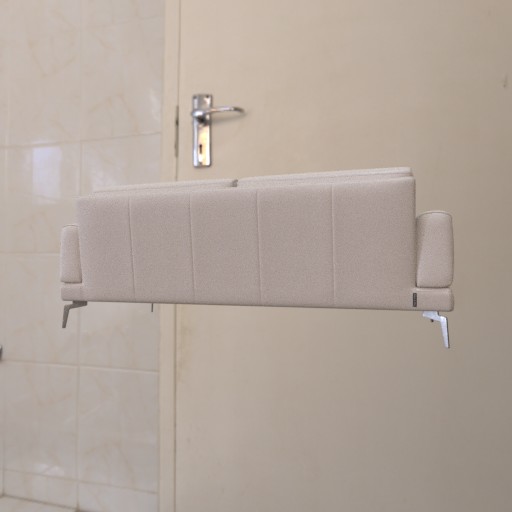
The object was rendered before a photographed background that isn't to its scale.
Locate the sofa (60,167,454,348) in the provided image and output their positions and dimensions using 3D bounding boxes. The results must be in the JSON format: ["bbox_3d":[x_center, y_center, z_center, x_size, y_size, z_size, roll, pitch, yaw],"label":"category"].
[{"bbox_3d":[0.000,0.000,2.446,1.940,0.765,0.974,0,-2,18],"label":"sofa"}]
